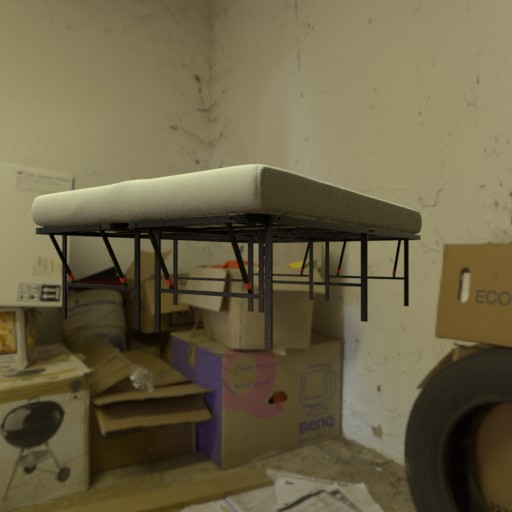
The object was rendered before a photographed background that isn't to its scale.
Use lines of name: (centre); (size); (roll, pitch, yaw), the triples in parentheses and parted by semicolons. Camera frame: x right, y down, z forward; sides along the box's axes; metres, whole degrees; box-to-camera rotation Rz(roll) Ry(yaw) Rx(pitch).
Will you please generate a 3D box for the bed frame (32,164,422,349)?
bed frame: (0.000, 0.000, 2.536); (1.372, 0.637, 1.905); (0, 0, 35)
